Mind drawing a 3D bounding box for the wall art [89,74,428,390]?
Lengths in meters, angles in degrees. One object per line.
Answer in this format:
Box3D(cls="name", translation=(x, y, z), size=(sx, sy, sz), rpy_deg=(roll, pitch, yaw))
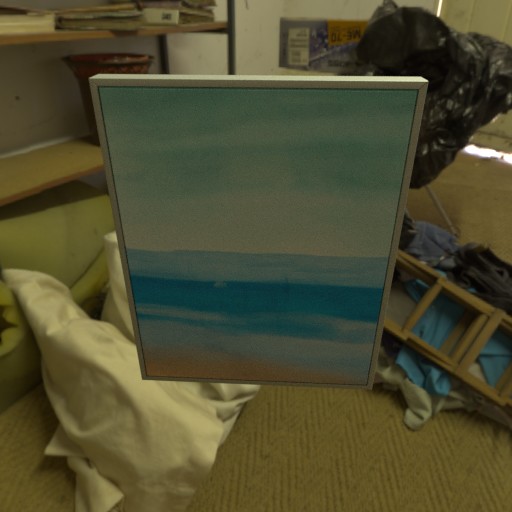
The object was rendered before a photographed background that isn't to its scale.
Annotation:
Box3D(cls="wall art", translation=(0.000, 0.000, 0.733), size=(0.445, 0.553, 0.039), rpy_deg=(2, 30, 3))
